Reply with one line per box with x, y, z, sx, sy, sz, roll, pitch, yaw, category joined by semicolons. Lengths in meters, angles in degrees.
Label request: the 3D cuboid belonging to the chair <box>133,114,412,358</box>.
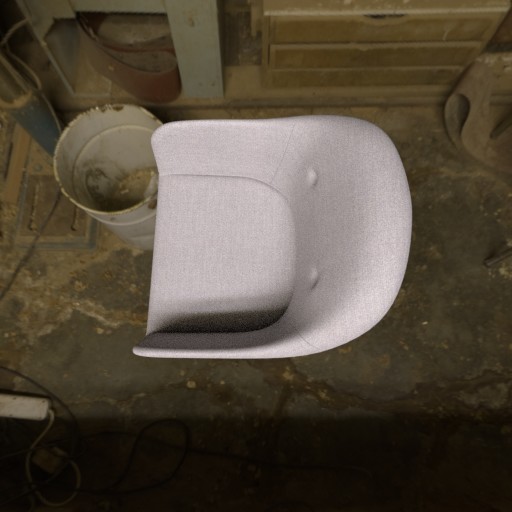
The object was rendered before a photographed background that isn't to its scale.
0.000;0.000;1.164;0.570;0.780;0.540;1;75;0;chair
